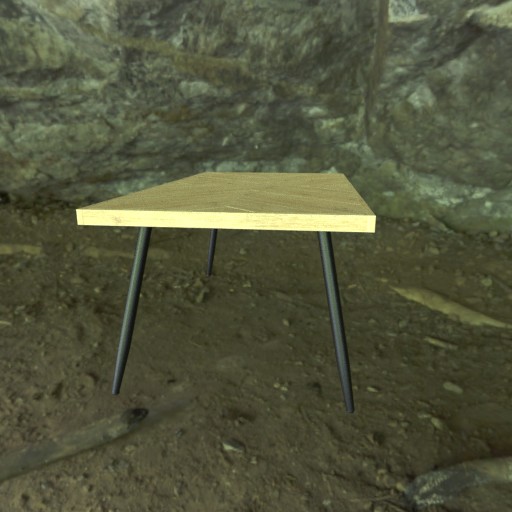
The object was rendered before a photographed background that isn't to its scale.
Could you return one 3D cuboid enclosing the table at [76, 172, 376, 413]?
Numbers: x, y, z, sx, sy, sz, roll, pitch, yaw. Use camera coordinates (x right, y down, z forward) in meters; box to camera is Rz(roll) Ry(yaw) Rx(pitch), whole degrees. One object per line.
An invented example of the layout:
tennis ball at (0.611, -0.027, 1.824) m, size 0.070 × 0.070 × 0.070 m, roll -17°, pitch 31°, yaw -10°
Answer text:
table at (0.000, 0.000, 2.402) m, size 0.991 × 0.762 × 1.803 m, roll 2°, pitch 15°, yaw 7°
